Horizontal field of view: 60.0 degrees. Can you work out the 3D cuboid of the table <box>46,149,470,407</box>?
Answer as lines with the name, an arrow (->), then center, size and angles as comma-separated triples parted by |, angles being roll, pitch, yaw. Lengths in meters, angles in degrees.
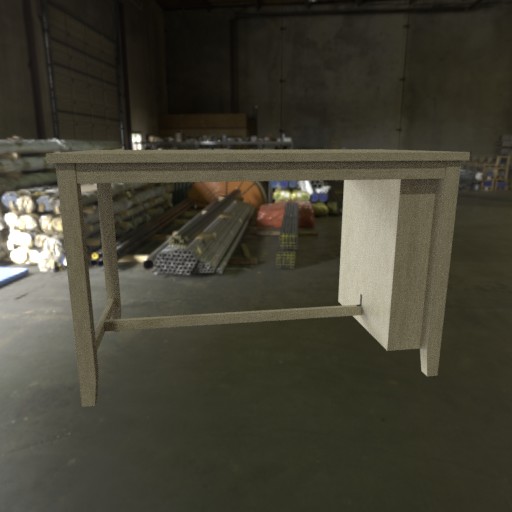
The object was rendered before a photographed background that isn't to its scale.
table -> 0.000, 0.000, 1.895 | 1.397, 0.874, 0.729 | -2, 14, -9
